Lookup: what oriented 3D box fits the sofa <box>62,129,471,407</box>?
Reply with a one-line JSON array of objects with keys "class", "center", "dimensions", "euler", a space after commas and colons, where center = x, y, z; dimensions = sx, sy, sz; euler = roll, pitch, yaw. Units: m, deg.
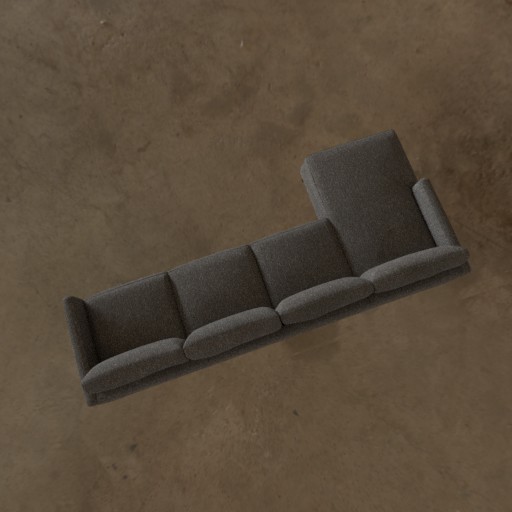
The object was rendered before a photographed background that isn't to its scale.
[{"class": "sofa", "center": [0.000, 0.000, 3.448], "dimensions": [2.932, 0.810, 1.350], "euler": [-19, 77, -5]}]
